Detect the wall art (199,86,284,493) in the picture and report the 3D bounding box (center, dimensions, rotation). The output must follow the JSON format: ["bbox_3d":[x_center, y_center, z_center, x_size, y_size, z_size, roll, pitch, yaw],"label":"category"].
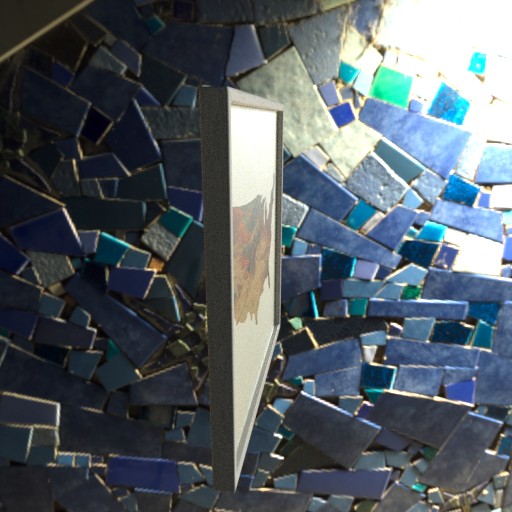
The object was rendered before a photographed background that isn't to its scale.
[{"bbox_3d":[0.000,0.000,1.920,0.078,1.288,1.287,3,17,9],"label":"wall art"}]
